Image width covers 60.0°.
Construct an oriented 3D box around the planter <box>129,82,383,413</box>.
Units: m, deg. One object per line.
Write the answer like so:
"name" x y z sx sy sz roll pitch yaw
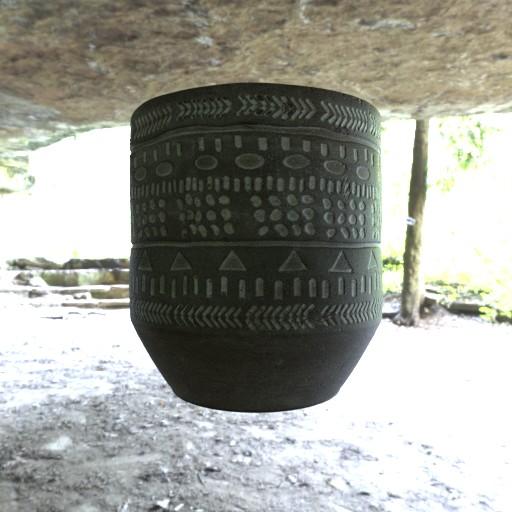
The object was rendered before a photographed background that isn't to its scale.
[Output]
"planter" 0.000 0.000 0.258 0.142 0.149 0.142 0 0 0
